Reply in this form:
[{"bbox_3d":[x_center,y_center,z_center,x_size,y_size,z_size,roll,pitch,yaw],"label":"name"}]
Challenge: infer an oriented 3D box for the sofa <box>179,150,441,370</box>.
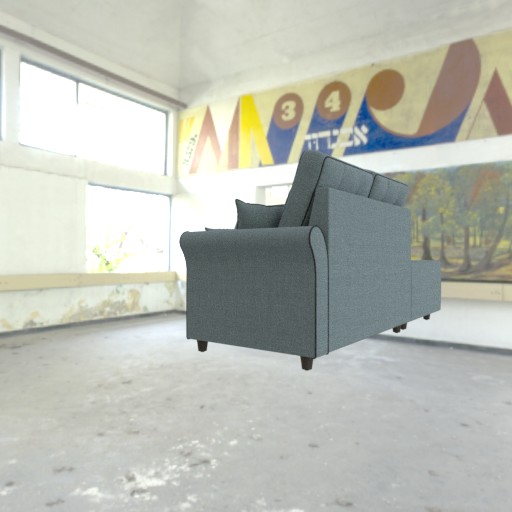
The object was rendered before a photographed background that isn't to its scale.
[{"bbox_3d":[0.000,0.000,3.234,2.068,0.988,2.070,0,0,36],"label":"sofa"}]
